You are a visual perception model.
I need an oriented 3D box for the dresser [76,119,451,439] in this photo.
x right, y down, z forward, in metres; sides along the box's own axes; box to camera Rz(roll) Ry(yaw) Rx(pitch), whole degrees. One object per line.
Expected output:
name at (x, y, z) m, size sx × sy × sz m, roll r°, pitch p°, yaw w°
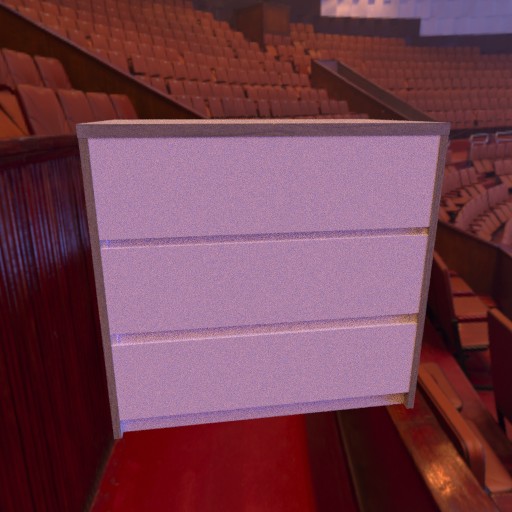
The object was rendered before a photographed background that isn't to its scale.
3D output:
dresser at (0.000, 0.000, 1.308) m, size 0.809 × 0.762 × 0.529 m, roll -3°, pitch 18°, yaw -8°
